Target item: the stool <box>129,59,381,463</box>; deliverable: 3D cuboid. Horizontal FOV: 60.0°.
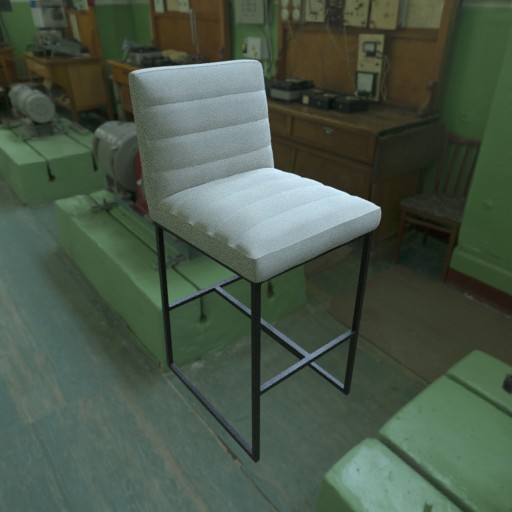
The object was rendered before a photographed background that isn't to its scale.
[{"bbox_3d":[0.000,0.000,1.382,0.464,1.061,0.573,-22,37,-33],"label":"stool"}]
